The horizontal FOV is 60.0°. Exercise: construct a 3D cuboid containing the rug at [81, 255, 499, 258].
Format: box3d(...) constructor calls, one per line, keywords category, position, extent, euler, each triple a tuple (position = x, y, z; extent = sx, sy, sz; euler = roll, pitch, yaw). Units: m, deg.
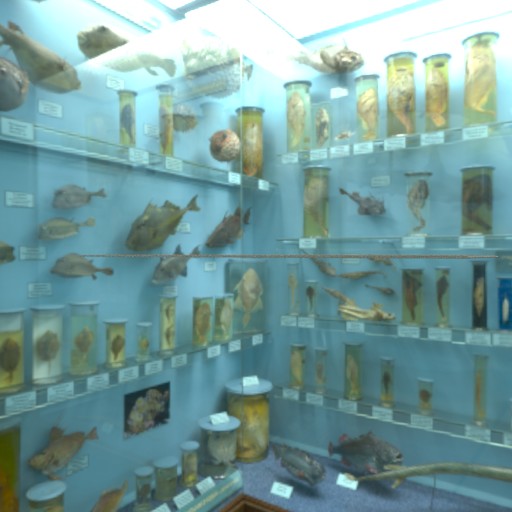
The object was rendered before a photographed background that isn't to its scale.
box3d(category="rug", position=(0.000, 0.000, 2.610), extent=(2.430, 0.012, 0.767), euler=(0, 0, 36))
